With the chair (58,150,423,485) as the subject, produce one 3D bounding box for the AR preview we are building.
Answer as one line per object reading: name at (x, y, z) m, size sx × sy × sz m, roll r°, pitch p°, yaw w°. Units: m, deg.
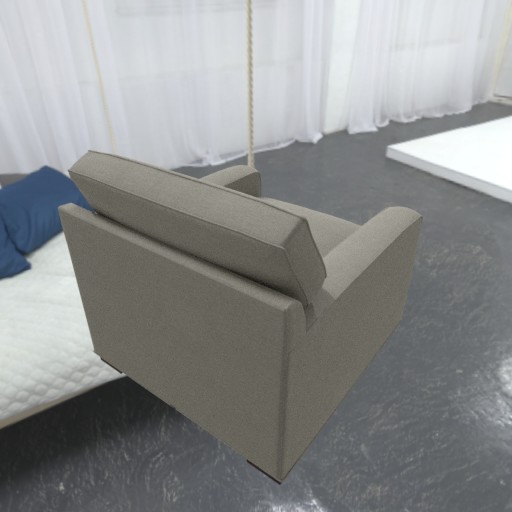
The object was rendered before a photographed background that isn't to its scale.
chair at (0.000, 0.000, 1.809) m, size 0.999 × 0.934 × 1.044 m, roll 21°, pitch 37°, yaw 31°
